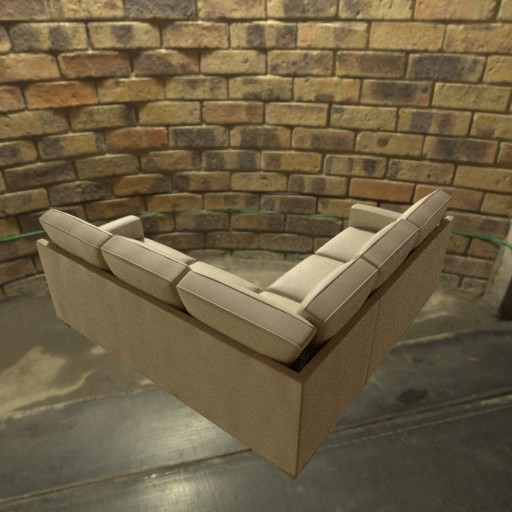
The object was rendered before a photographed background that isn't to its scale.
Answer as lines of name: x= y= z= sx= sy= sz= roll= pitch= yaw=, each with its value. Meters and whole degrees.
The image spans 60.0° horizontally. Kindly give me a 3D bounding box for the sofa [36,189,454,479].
sofa: x=0.000 y=0.000 z=3.343 sx=2.189 sy=0.939 sz=2.182 roll=21 pitch=36 yaw=32
